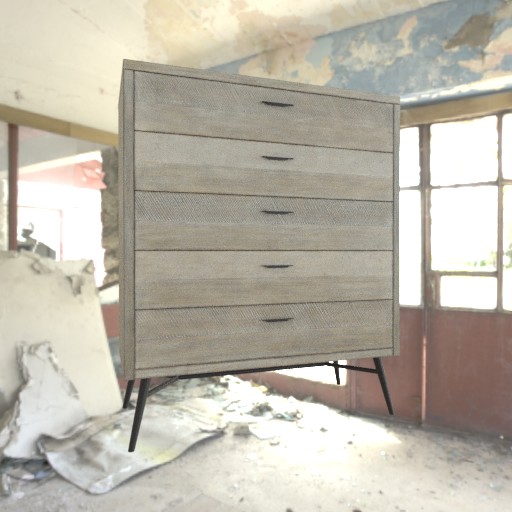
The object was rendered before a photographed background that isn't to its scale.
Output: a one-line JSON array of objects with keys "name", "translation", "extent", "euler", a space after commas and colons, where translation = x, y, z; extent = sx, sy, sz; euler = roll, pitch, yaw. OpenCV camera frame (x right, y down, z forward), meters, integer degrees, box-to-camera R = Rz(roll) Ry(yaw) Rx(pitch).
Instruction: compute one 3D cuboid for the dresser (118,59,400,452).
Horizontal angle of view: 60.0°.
[{"name": "dresser", "translation": [0.000, 0.000, 1.741], "extent": [1.016, 1.219, 0.457], "euler": [0, 1, -19]}]
